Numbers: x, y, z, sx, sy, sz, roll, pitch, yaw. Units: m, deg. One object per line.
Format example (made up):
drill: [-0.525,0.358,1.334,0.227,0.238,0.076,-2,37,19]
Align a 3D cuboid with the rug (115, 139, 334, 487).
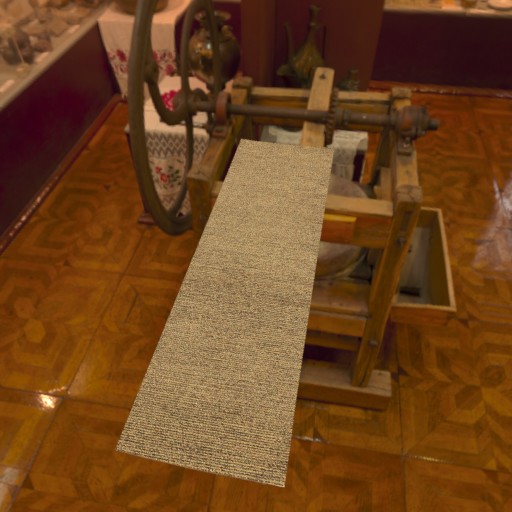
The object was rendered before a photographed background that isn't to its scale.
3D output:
rug: [0.000,0.000,2.518,0.697,0.013,2.335,9,48,8]
